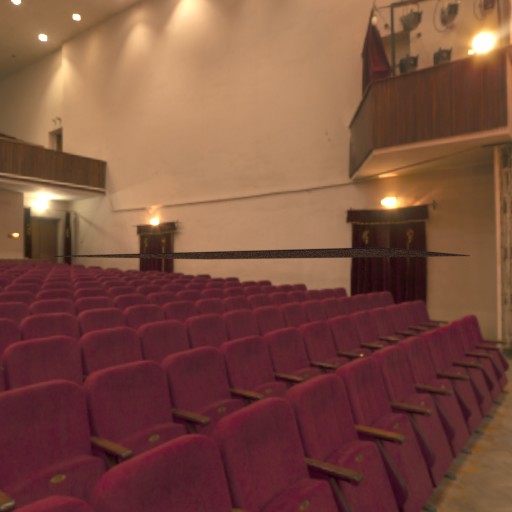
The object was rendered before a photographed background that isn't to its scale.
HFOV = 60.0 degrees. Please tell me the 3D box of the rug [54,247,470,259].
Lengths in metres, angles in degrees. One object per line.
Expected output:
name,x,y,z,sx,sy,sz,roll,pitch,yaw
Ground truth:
rug,0.000,0.000,2.317,1.819,0.005,1.200,-1,-2,37
